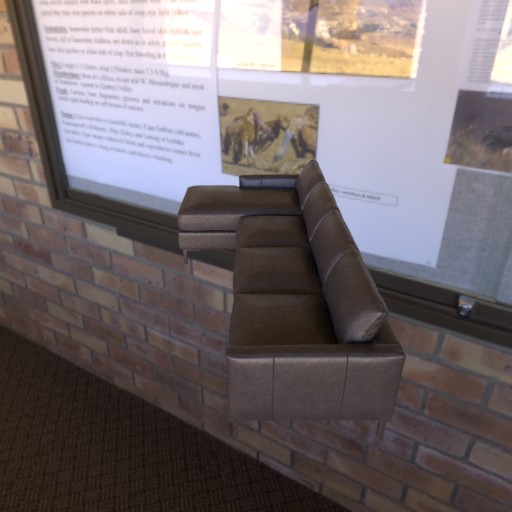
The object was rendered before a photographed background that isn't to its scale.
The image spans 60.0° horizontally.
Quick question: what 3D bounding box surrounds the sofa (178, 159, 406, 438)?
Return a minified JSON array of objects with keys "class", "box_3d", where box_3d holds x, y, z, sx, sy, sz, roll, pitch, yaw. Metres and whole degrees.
[{"class":"sofa","box_3d":[0.000,0.000,3.597,1.471,0.859,2.993,0,28,0]}]
